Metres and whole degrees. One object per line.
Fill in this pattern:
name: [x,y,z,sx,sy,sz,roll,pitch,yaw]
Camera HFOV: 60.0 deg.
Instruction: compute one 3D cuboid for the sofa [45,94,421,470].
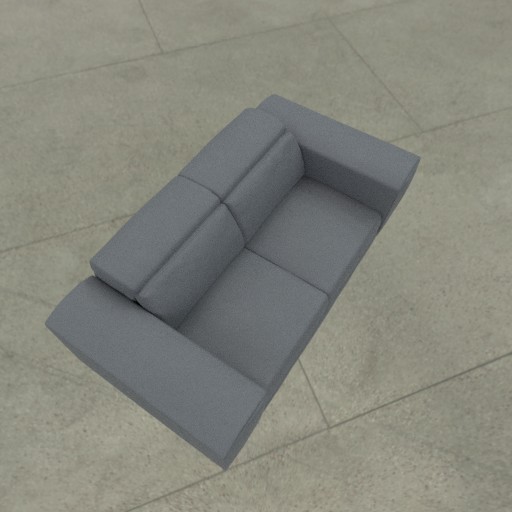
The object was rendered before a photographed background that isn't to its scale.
sofa: [0.000,0.000,2.396,1.003,0.779,1.895,30,62,17]
